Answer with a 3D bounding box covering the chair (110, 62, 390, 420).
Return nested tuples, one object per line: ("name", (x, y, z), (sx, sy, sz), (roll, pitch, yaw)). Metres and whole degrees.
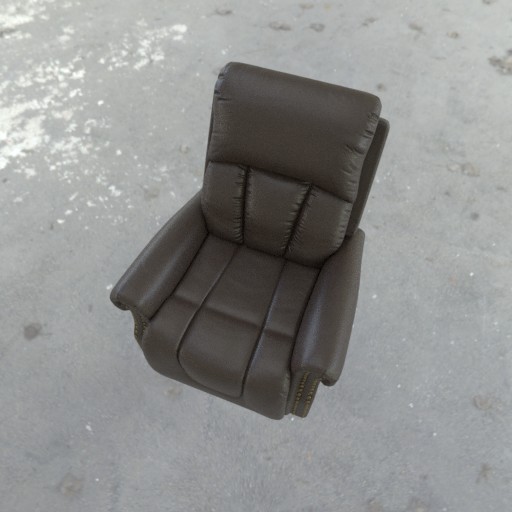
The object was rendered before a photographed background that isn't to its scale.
("chair", (0.000, 0.000, 1.736), (0.869, 1.028, 0.978), (18, 59, 11))
